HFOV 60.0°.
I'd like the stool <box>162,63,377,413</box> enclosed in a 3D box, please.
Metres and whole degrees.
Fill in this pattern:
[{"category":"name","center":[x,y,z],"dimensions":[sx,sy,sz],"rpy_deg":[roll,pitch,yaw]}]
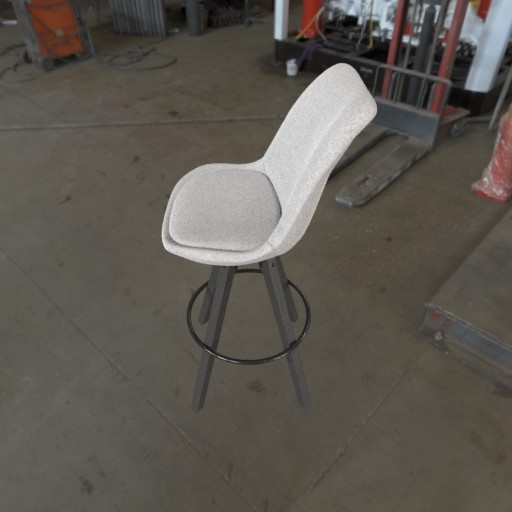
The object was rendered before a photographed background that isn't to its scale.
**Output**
[{"category":"stool","center":[0.000,0.000,1.430],"dimensions":[0.550,1.115,0.485],"rpy_deg":[-1,41,-2]}]
